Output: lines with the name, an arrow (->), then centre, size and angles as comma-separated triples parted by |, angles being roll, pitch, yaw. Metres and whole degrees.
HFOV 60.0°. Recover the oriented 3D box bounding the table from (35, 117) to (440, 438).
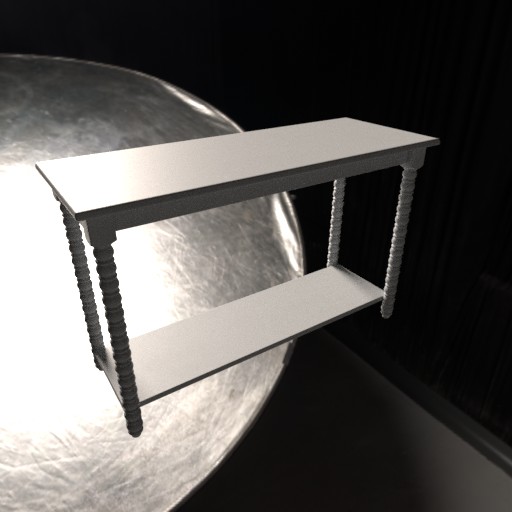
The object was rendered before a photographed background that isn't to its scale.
table -> 0.000, 0.000, 1.528 | 1.184, 0.740, 0.459 | -17, 32, -29
